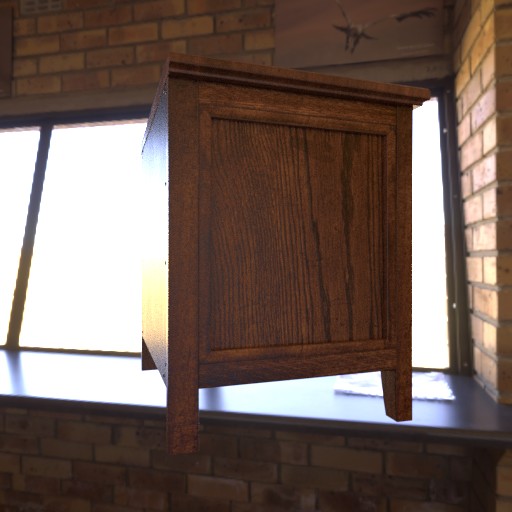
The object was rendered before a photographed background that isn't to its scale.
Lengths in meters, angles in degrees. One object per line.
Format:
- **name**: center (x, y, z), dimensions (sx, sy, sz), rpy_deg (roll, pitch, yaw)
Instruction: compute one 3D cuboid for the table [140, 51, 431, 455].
- **table**: center (0.000, 0.000, 0.989), dimensions (0.461, 0.597, 0.586), rpy_deg (0, 0, -19)
